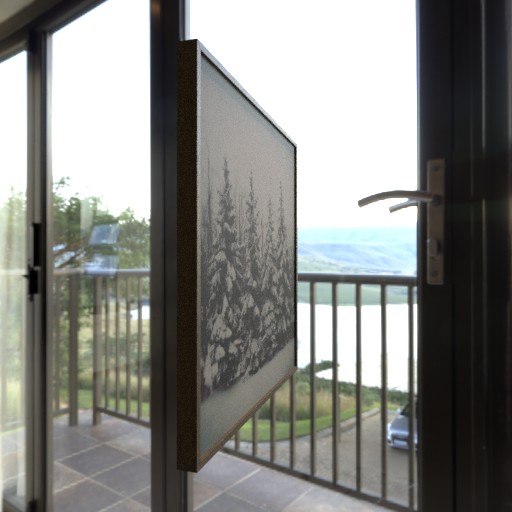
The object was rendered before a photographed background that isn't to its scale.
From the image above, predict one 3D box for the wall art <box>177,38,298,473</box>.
[{"bbox_3d":[0.000,0.000,1.137,0.039,0.758,0.758,0,0,19],"label":"wall art"}]
